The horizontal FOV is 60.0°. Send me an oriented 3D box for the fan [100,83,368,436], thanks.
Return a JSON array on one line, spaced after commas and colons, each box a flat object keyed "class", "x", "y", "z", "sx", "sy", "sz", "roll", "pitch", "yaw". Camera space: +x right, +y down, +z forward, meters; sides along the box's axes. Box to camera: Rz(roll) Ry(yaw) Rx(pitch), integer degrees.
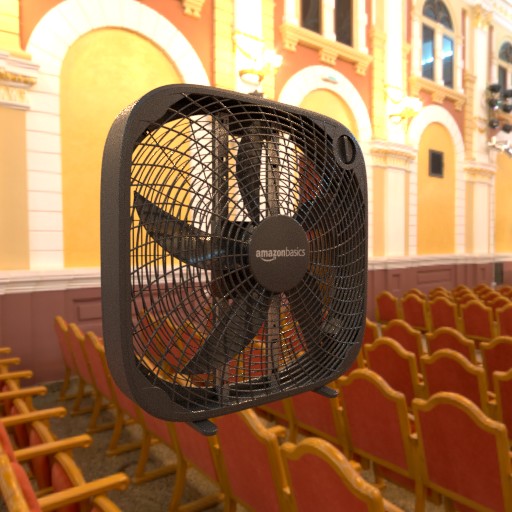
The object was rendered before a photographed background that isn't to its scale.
[{"class": "fan", "x": 0.000, "y": 0.000, "z": 0.792, "sx": 0.526, "sy": 0.533, "sz": 0.142, "roll": -1, "pitch": 2, "yaw": -37}]
